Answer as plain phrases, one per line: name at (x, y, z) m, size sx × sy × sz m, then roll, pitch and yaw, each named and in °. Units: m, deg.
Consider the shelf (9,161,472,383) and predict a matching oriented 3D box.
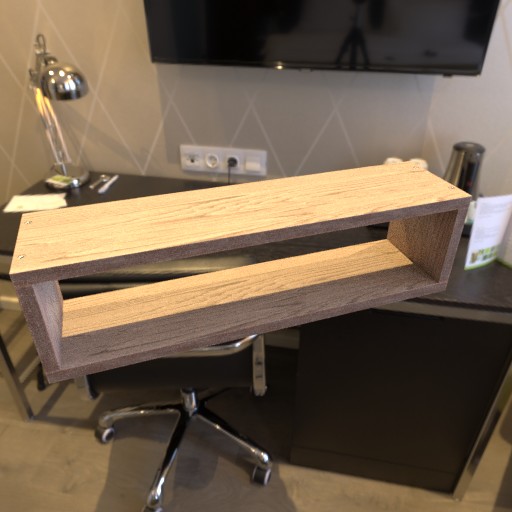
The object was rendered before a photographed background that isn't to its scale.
shelf at (0.000, 0.000, 0.663) m, size 0.610 × 0.170 × 0.150 m, roll -10°, pitch 34°, yaw -16°
